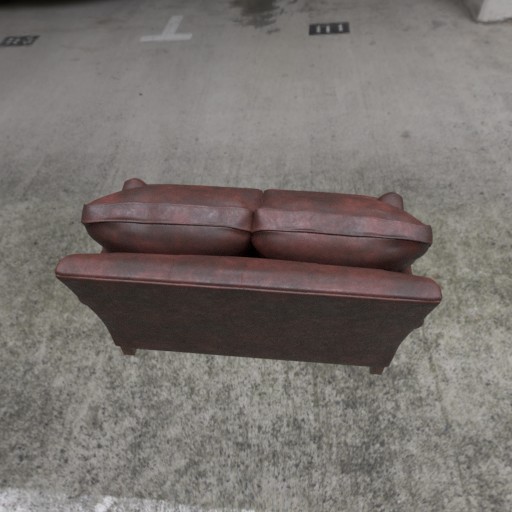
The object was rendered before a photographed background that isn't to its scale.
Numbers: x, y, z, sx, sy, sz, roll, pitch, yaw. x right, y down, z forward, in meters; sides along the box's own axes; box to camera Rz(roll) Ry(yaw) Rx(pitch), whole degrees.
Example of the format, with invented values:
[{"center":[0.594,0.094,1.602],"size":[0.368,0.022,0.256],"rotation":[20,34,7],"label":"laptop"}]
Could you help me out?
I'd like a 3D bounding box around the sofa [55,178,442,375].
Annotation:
[{"center":[0.000,0.000,2.401],"size":[1.628,1.070,1.148],"rotation":[4,48,3],"label":"sofa"}]
